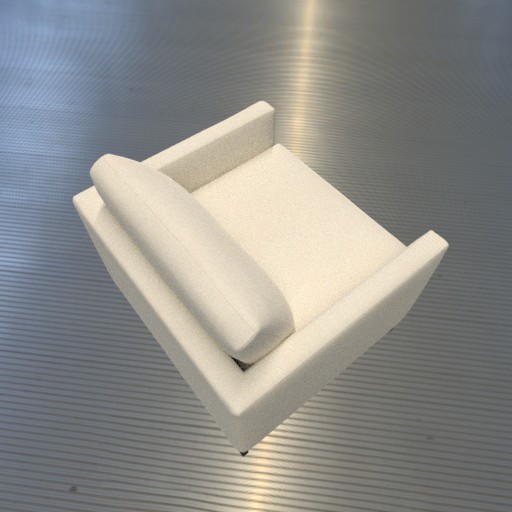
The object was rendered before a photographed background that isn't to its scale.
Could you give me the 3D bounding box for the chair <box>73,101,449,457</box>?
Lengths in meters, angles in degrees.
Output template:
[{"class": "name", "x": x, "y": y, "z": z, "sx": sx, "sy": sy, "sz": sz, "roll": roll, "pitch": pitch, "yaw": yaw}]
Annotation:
[{"class": "chair", "x": 0.000, "y": 0.000, "z": 1.628, "sx": 0.875, "sy": 0.806, "sz": 0.964, "roll": -33, "pitch": 62, "yaw": -21}]
